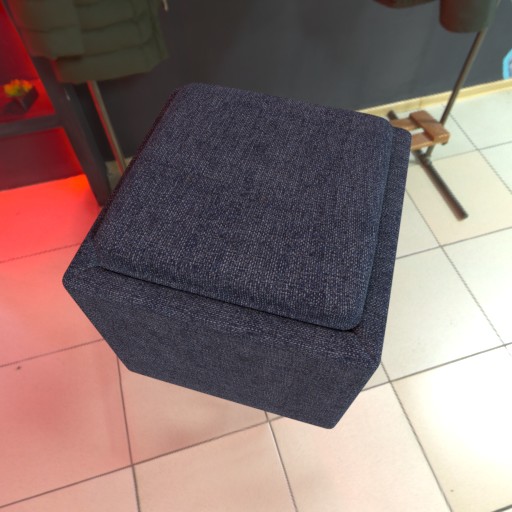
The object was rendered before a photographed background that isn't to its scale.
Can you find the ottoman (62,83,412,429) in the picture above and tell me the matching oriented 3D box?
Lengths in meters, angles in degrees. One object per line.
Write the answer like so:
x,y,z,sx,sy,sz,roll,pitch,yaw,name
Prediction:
0.000,0.000,0.839,0.450,0.460,0.450,14,59,8,ottoman
